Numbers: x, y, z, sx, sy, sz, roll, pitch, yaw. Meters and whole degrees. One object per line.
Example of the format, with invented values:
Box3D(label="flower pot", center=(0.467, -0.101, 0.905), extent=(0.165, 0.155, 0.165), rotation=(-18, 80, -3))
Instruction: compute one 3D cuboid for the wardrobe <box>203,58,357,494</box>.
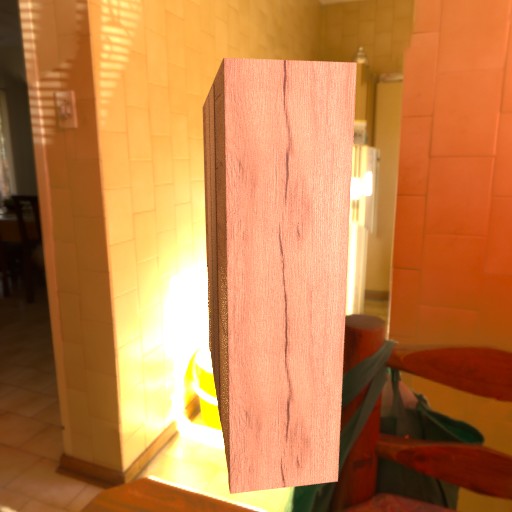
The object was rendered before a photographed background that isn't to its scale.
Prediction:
Box3D(label="wardrobe", center=(0.000, 0.000, 2.948), extent=(0.580, 2.070, 1.810), rotation=(-2, 13, -9))
